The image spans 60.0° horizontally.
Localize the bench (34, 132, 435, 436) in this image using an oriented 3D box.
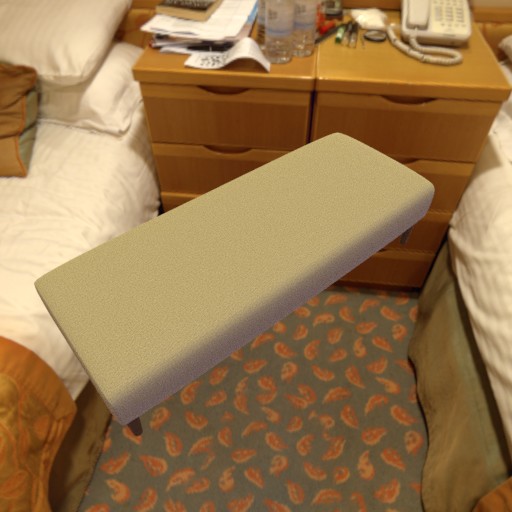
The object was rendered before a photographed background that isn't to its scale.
[{"bbox_3d":[0.000,0.000,1.904,1.609,0.393,0.646,-31,53,-26],"label":"bench"}]
